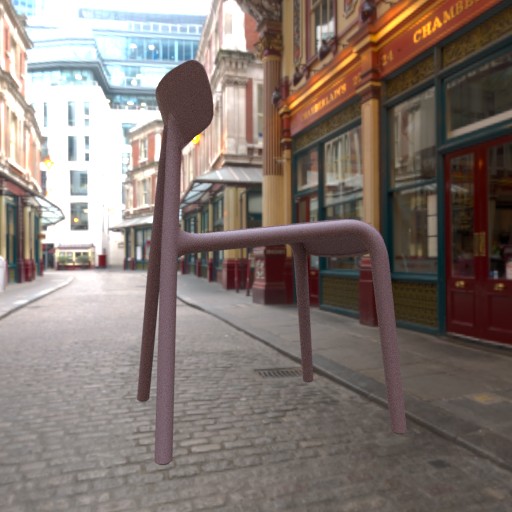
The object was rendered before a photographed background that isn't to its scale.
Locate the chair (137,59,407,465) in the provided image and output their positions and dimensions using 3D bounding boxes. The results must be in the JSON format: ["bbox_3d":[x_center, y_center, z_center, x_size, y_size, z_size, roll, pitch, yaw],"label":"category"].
[{"bbox_3d":[0.000,0.000,0.821,0.401,0.580,0.356,0,-1,-20],"label":"chair"}]
